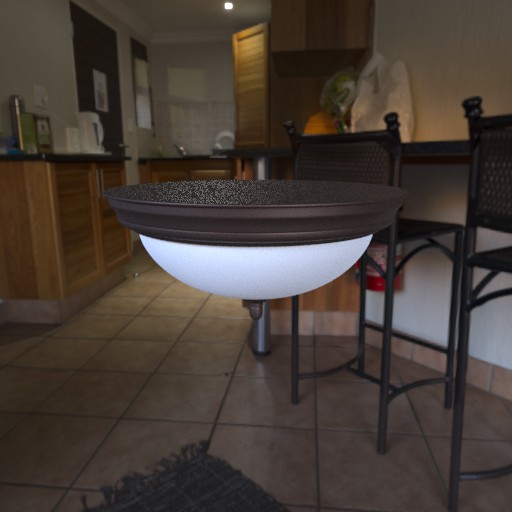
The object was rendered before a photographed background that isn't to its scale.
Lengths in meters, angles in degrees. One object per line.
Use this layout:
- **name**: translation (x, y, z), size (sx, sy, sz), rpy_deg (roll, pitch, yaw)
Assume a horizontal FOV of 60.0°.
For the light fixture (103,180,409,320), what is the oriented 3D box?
- **light fixture**: translation (0.000, 0.000, 0.442), size (0.280, 0.135, 0.280), rpy_deg (0, 13, 0)
